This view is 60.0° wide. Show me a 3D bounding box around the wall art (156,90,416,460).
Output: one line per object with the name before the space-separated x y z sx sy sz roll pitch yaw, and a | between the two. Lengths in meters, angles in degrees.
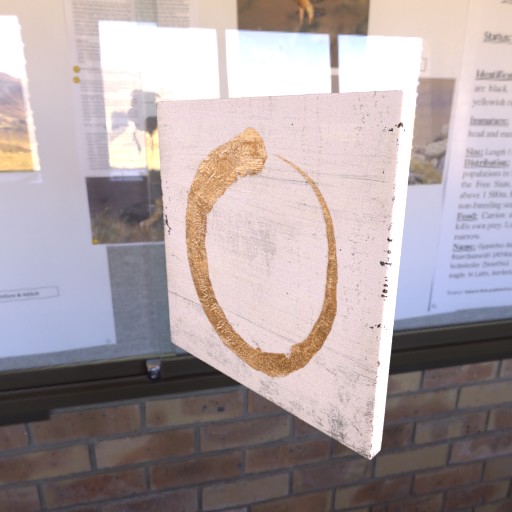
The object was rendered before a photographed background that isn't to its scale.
wall art | 0.000 0.000 0.906 0.040 0.611 0.610 -16 24 -42
